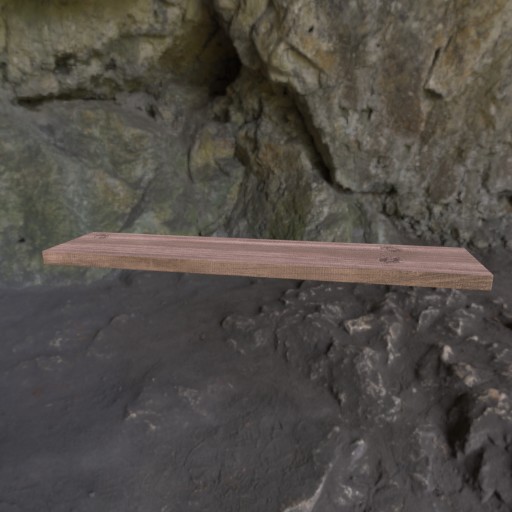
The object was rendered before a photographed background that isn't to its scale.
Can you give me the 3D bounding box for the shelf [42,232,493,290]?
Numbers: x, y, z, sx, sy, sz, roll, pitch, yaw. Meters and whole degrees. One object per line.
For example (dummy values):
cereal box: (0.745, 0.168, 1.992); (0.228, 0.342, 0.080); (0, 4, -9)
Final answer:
shelf: (0.000, 0.000, 0.659); (0.610, 0.020, 0.140); (3, 15, 11)
